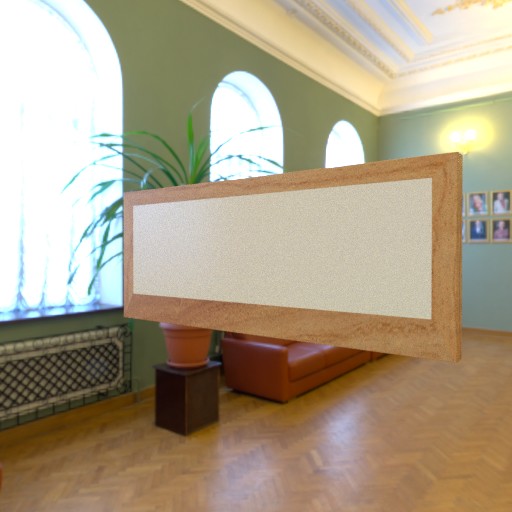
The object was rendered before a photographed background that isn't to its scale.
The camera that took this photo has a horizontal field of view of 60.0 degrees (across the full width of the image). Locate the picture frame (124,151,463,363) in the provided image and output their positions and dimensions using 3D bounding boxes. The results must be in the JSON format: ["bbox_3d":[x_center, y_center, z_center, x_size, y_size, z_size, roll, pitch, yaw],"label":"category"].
[{"bbox_3d":[0.000,0.000,0.679,0.582,0.234,0.045,0,1,36],"label":"picture frame"}]
